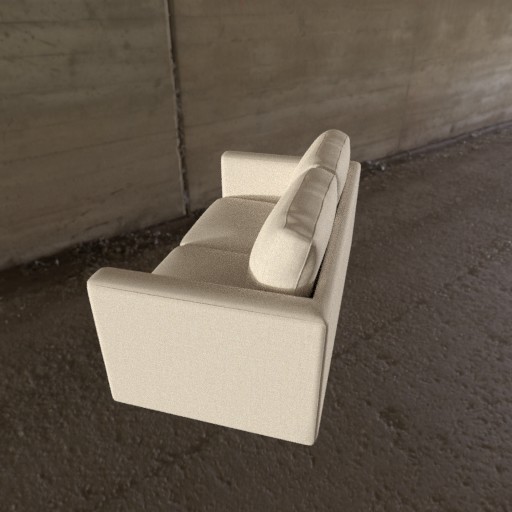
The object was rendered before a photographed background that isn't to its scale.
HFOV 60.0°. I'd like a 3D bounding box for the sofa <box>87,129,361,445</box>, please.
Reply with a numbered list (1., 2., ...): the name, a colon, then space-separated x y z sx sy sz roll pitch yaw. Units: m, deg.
1. sofa: 0.000 0.000 2.013 0.796 0.908 1.430 8 31 13
